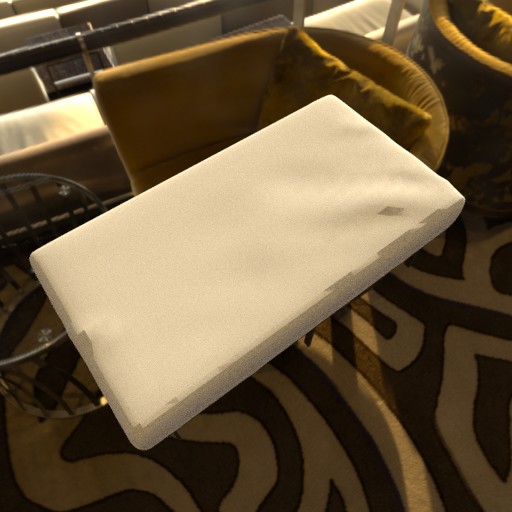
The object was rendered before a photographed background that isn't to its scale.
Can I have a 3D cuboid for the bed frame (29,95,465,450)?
[{"bbox_3d":[0.000,0.000,2.337,1.908,0.640,1.025,-33,64,-18],"label":"bed frame"}]
